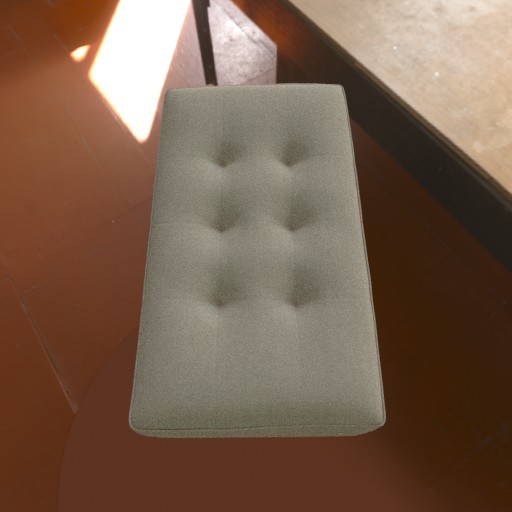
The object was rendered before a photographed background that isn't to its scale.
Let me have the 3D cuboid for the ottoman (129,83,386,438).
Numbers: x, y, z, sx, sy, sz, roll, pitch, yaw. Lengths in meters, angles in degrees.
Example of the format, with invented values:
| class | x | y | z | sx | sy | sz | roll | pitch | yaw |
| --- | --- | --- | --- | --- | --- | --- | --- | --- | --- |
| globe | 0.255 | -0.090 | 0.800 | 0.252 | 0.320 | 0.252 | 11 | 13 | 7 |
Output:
| class | x | y | z | sx | sy | sz | roll | pitch | yaw |
| --- | --- | --- | --- | --- | --- | --- | --- | --- | --- |
| ottoman | 0.000 | 0.000 | 1.495 | 0.648 | 0.508 | 1.143 | 0 | 65 | 0 |
